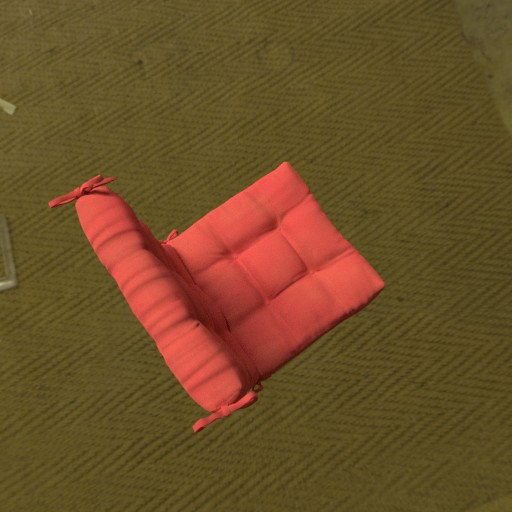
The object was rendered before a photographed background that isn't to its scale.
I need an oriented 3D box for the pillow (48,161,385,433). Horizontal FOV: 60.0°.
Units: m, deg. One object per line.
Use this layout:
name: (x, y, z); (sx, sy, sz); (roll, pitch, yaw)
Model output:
pillow: (0.000, 0.000, 1.037); (0.571, 0.605, 0.519); (-35, 78, -9)
